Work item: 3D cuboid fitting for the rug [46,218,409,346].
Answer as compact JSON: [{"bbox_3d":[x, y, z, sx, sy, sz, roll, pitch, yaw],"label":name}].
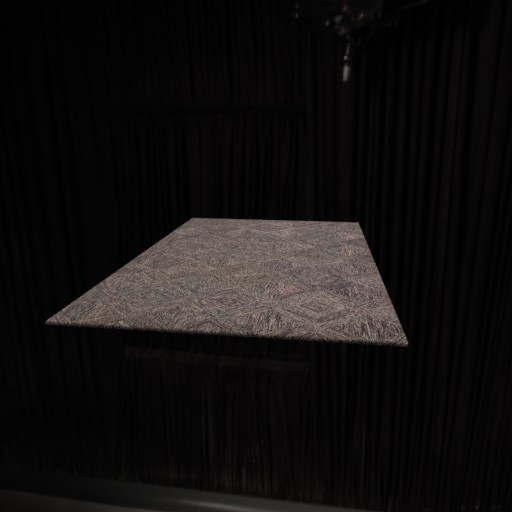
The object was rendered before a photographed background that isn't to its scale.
[{"bbox_3d":[0.000,0.000,2.888,1.501,0.017,2.298,2,16,8],"label":"rug"}]
